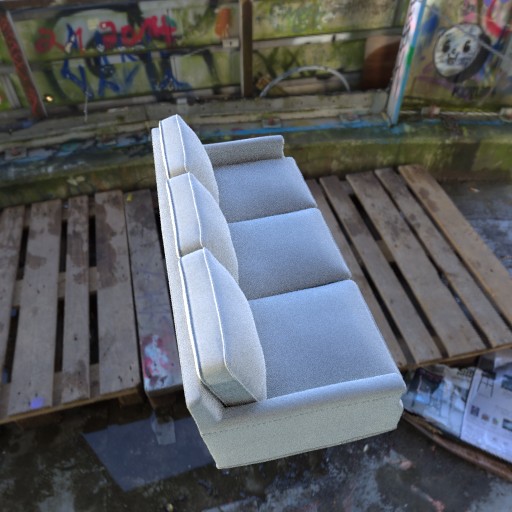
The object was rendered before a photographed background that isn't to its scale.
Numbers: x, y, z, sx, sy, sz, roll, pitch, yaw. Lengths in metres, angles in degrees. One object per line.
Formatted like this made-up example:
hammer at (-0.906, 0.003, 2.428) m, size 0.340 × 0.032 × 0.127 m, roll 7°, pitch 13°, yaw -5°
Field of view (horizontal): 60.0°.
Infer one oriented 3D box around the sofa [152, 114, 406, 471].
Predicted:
sofa at (0.000, 0.000, 2.824) m, size 1.084 × 1.003 × 2.246 m, roll -9°, pitch 48°, yaw -9°
